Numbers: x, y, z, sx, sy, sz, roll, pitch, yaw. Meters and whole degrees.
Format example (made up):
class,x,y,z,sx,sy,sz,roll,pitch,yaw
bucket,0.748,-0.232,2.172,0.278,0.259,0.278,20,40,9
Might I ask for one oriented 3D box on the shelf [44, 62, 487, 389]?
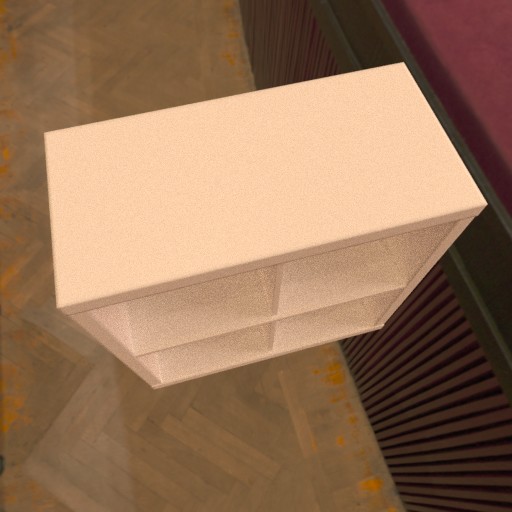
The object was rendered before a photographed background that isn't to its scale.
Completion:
class,x,y,z,sx,sy,sz,roll,pitch,yaw
shelf,0.000,0.000,1.217,0.790,0.786,0.390,-14,65,-7
